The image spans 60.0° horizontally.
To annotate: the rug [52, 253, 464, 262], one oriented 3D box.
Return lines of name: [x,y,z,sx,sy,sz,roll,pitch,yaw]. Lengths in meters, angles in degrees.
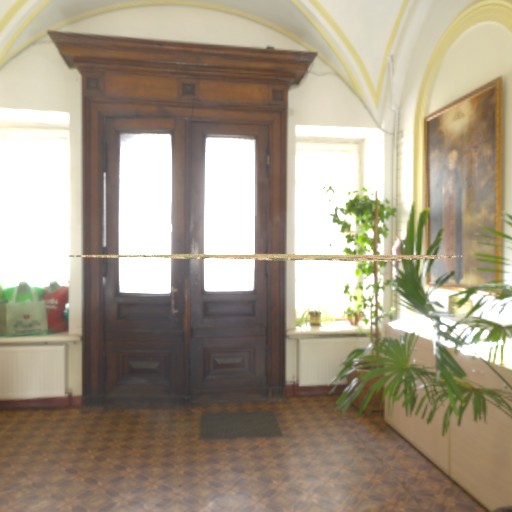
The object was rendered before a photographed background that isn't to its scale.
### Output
rug: [0.000,0.000,2.340,1.829,0.010,1.219,1,1,36]
